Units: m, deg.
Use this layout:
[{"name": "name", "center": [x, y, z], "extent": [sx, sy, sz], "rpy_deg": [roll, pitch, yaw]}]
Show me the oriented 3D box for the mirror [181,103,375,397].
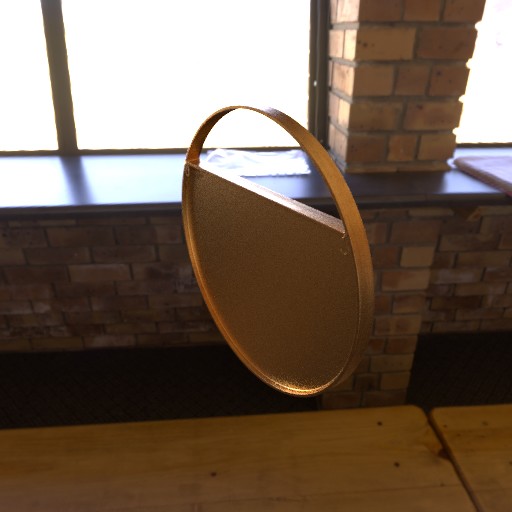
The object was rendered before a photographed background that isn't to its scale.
[{"name": "mirror", "center": [0.000, 0.000, 0.869], "extent": [0.032, 0.565, 0.565], "rpy_deg": [-18, 32, -31]}]
